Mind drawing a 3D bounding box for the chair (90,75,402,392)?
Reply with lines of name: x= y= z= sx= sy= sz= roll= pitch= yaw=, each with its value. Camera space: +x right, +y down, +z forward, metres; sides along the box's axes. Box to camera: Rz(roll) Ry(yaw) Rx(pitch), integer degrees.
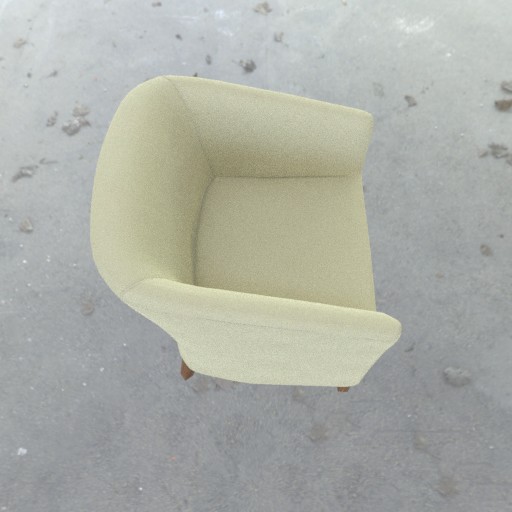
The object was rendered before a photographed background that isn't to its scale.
chair: x=0.000 y=0.000 z=1.273 sx=0.657 sy=0.822 sz=0.643 roll=1 pitch=62 yaw=1
